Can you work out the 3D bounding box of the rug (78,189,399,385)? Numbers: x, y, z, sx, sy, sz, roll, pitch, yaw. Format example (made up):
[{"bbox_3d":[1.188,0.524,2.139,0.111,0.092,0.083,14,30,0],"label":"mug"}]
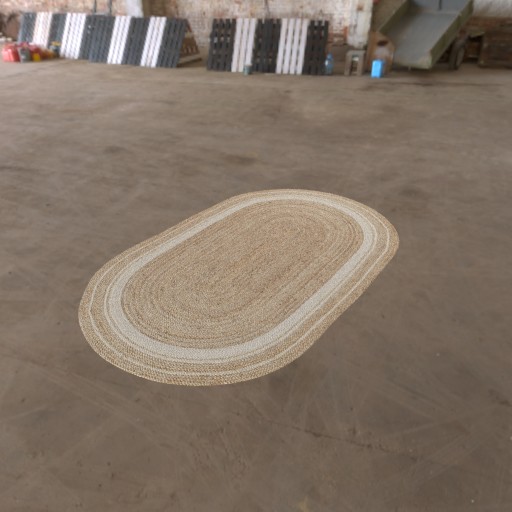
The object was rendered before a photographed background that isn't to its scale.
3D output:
[{"bbox_3d":[0.000,0.000,3.005,1.520,0.006,2.432,22,38,31],"label":"rug"}]
